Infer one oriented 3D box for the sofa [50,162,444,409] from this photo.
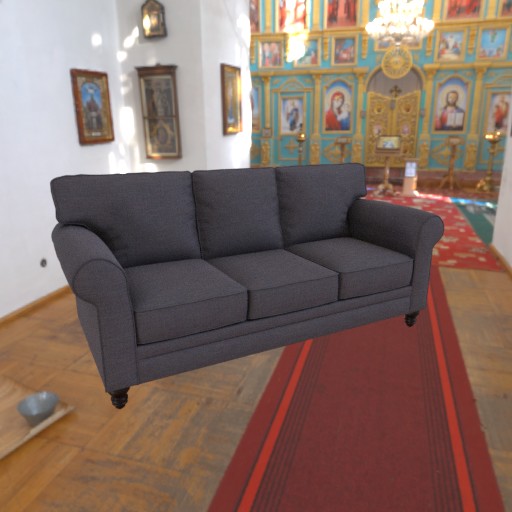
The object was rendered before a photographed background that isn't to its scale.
[{"bbox_3d":[0.000,0.000,2.552,2.084,0.966,0.909,-8,18,-27],"label":"sofa"}]
